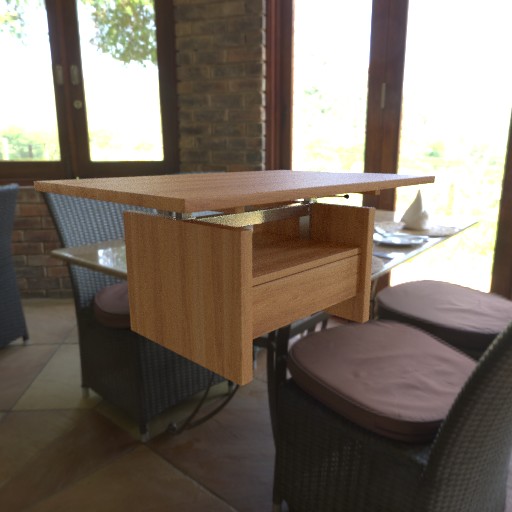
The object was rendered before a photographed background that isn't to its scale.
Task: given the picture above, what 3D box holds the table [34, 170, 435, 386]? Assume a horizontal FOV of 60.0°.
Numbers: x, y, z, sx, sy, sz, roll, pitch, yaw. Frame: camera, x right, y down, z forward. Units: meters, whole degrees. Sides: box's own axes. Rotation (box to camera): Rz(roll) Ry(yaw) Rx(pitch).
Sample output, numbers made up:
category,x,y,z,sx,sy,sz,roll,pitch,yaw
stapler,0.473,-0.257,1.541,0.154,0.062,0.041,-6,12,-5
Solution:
category,x,y,z,sx,sy,sz,roll,pitch,yaw
table,0.000,0.000,1.471,0.700,0.510,1.100,12,18,42
